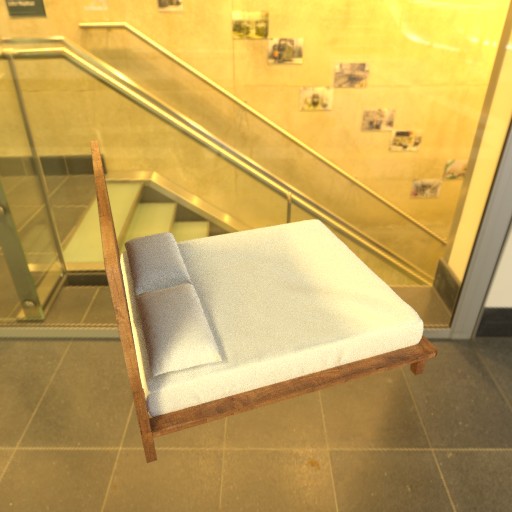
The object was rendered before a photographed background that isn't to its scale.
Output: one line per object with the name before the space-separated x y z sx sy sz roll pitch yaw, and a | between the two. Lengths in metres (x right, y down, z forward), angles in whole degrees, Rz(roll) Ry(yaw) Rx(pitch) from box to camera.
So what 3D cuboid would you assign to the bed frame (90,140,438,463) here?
bed frame | 0.000 0.000 3.627 2.235 1.537 2.038 -11 33 -16
